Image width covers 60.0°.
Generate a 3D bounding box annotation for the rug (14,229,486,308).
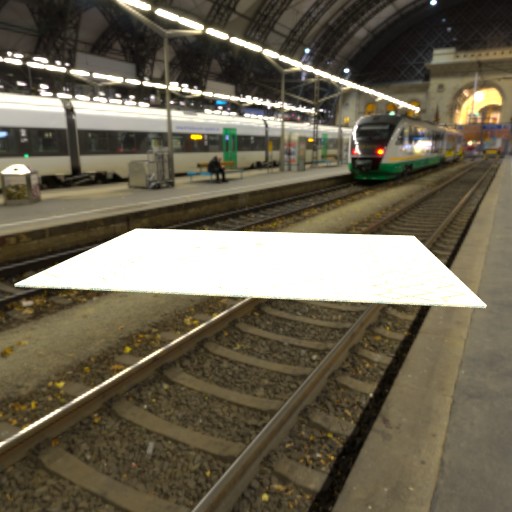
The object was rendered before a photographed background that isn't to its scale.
[{"bbox_3d":[0.000,0.000,2.288,1.820,0.009,1.260,2,14,8],"label":"rug"}]
